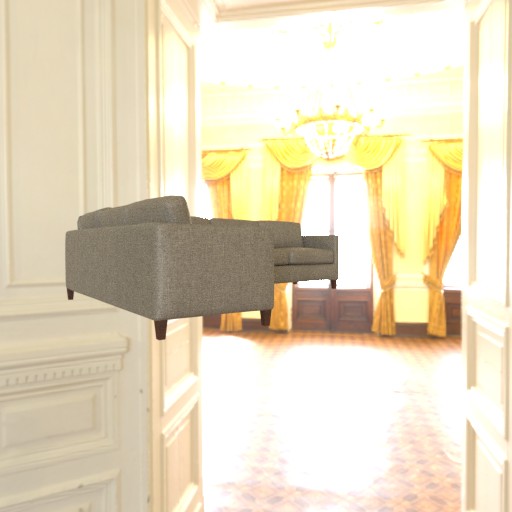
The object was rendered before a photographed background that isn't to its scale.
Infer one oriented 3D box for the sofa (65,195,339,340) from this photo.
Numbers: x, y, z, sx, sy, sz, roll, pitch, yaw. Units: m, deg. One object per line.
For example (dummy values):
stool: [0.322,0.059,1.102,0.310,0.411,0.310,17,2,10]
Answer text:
sofa: [0.000,0.000,4.702,3.302,0.947,2.593,-1,2,-35]
